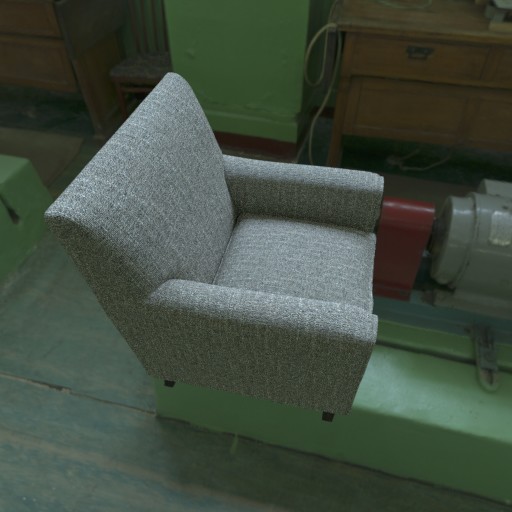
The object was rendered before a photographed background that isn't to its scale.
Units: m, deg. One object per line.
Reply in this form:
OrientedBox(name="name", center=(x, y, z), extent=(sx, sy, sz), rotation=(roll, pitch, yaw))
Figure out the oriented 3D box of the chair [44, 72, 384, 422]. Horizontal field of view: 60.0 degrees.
OrientedBox(name="chair", center=(0.000, 0.000, 1.617), extent=(0.873, 0.928, 0.864), rotation=(9, 46, 9))
